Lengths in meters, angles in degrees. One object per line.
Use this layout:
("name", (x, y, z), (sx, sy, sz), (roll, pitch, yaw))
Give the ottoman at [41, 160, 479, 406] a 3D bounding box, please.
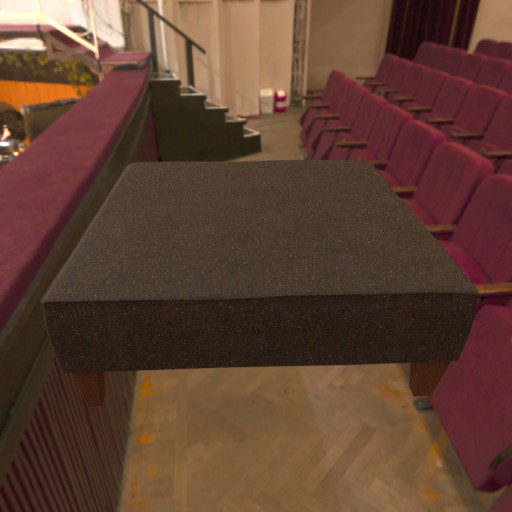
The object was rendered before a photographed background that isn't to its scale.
("ottoman", (0.000, 0.000, 1.489), (1.004, 0.382, 0.968), (-1, 30, -2))
